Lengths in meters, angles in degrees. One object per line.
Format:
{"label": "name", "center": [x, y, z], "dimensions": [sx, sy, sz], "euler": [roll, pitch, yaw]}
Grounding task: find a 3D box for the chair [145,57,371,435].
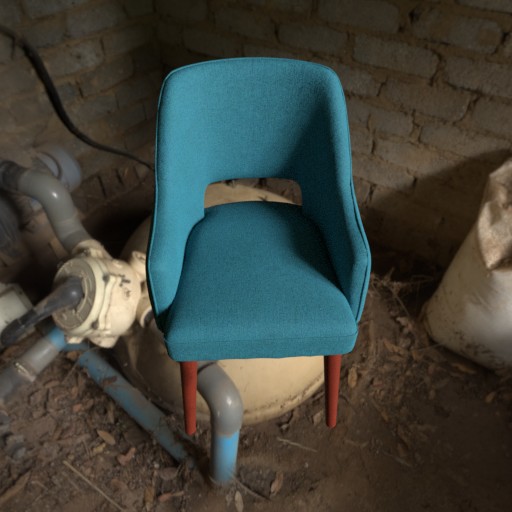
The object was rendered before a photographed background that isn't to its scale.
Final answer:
{"label": "chair", "center": [0.000, 0.000, 1.219], "dimensions": [0.548, 0.849, 0.605], "euler": [-2, 44, -2]}
